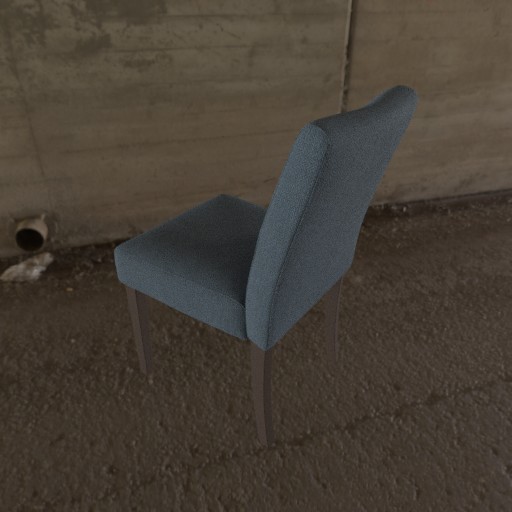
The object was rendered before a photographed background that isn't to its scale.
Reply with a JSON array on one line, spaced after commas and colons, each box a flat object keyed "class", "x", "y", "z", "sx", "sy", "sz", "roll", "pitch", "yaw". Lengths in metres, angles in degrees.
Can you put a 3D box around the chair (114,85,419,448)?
[{"class": "chair", "x": 0.000, "y": 0.000, "z": 1.212, "sx": 0.629, "sy": 0.882, "sz": 0.487, "roll": 20, "pitch": 36, "yaw": 30}]
